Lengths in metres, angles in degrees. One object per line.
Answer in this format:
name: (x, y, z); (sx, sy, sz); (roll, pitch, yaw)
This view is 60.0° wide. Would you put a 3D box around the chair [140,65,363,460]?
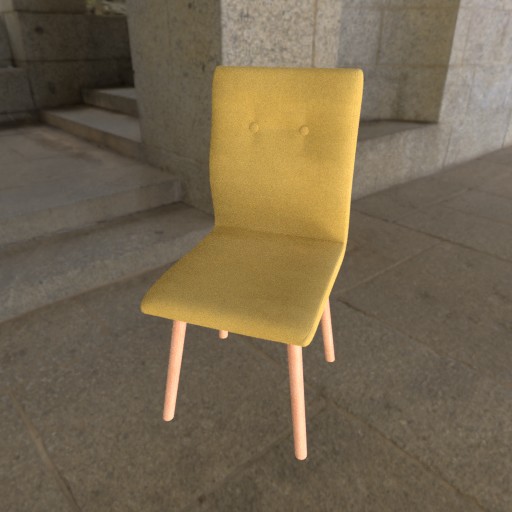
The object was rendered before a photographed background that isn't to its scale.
chair: (0.000, 0.000, 1.266); (0.450, 0.965, 0.550); (9, 28, 17)
